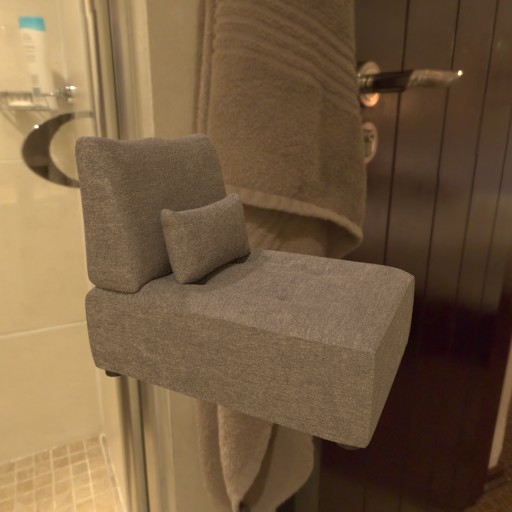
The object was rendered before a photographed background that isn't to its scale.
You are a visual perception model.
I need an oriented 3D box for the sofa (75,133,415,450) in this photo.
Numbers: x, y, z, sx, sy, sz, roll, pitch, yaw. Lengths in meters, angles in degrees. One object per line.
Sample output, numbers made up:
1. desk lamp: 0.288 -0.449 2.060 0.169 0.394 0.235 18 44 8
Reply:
1. sofa: 0.000 0.000 1.559 1.000 0.820 0.700 8 18 26
